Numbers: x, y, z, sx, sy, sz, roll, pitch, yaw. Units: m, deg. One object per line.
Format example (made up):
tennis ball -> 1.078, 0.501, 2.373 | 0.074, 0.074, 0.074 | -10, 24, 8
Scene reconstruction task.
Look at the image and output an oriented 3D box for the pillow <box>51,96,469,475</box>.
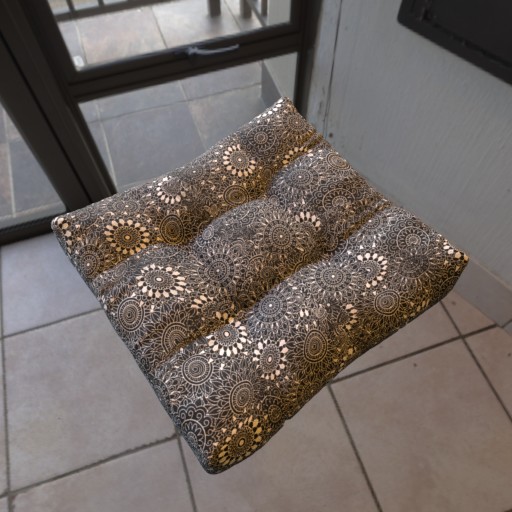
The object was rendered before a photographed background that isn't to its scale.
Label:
pillow -> 0.000, 0.000, 0.720 | 0.490, 0.128, 0.468 | -33, 65, -17
